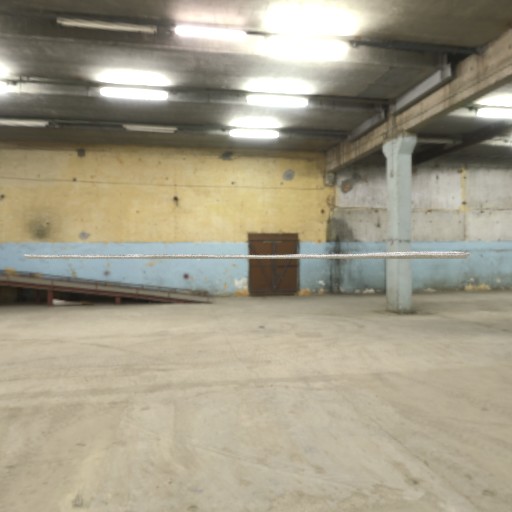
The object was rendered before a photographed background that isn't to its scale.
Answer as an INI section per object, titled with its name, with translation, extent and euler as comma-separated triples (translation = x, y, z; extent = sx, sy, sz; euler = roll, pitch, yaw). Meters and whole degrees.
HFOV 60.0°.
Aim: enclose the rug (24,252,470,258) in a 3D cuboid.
[rug]
translation = 0.000, 0.000, 3.014
extent = 2.447, 0.036, 1.537
euler = 0, 0, 18
